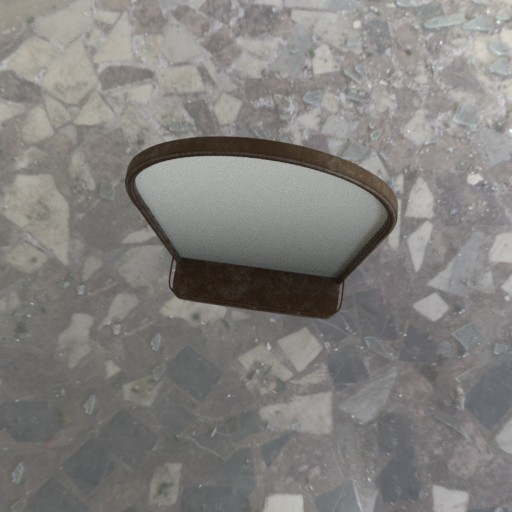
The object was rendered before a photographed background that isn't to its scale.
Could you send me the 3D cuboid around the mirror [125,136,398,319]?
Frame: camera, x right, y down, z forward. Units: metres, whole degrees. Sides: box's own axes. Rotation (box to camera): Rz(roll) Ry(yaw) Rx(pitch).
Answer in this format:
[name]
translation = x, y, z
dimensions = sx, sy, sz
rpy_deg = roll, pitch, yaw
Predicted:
[mirror]
translation = 0.000, 0.000, 0.971
dimensions = 0.510, 0.770, 0.137
rpy_deg = 8, 75, 2
